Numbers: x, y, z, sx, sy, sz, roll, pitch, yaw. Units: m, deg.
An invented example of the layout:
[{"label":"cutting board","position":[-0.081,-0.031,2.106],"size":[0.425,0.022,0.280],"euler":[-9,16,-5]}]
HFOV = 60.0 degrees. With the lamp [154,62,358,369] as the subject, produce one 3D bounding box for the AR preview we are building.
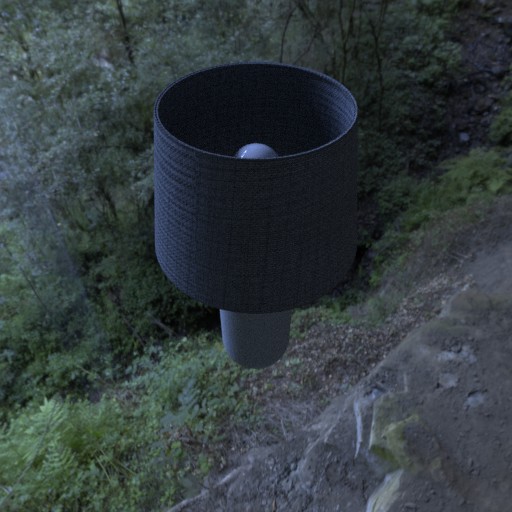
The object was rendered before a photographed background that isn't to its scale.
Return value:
[{"label":"lamp","position":[0.000,0.000,0.588],"size":[0.251,0.429,0.251],"euler":[0,46,0]}]
